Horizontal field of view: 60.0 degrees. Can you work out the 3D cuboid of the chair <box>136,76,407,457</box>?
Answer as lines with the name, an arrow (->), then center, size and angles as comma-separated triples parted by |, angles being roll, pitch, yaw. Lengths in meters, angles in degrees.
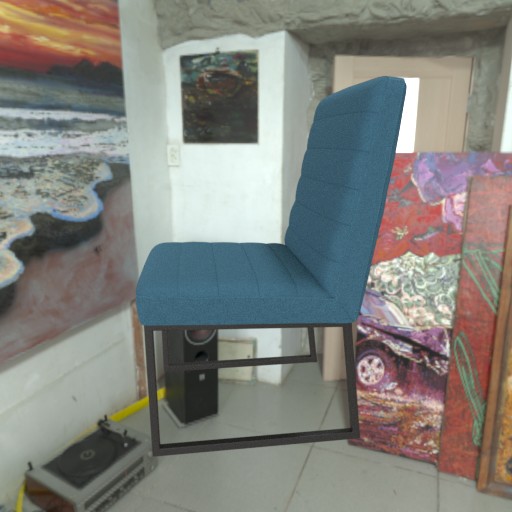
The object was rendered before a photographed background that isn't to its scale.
chair -> 0.000, 0.000, 1.286 | 0.634, 0.930, 0.520 | -2, 14, -7
